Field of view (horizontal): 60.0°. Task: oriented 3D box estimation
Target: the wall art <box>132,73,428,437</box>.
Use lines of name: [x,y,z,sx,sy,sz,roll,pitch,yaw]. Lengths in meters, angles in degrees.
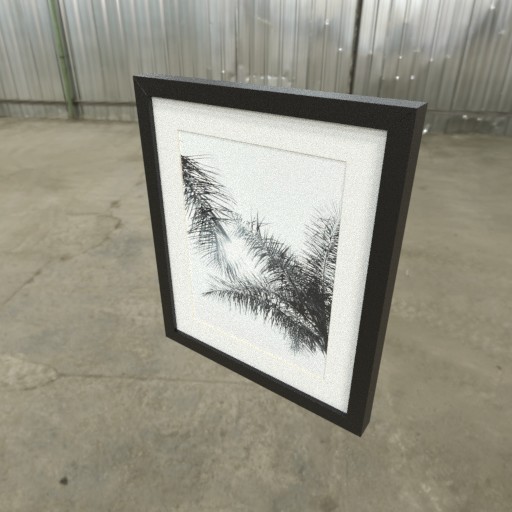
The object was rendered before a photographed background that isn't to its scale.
wall art: [0.000,0.000,0.528,0.325,0.380,0.028,19,34,30]
